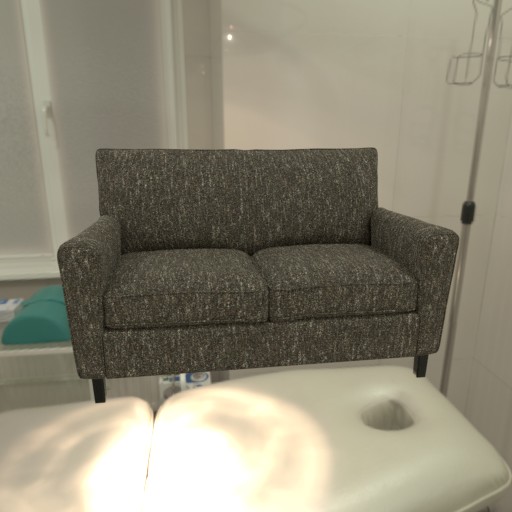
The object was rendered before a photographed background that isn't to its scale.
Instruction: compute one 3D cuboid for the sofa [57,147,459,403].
[{"bbox_3d":[0.000,0.000,2.051,1.519,0.946,0.801,-2,17,-8],"label":"sofa"}]
